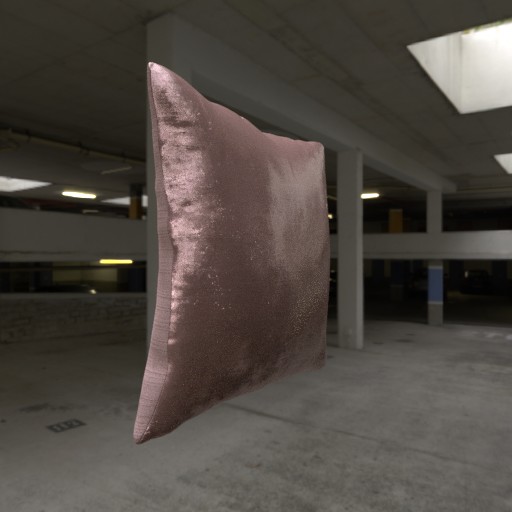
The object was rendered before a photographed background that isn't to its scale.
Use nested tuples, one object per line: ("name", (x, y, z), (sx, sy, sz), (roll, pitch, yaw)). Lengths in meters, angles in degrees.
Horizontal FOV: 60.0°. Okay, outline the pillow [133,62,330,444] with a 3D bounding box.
("pillow", (0.000, 0.000, 0.721), (0.175, 0.464, 0.470), (0, 0, 35))
